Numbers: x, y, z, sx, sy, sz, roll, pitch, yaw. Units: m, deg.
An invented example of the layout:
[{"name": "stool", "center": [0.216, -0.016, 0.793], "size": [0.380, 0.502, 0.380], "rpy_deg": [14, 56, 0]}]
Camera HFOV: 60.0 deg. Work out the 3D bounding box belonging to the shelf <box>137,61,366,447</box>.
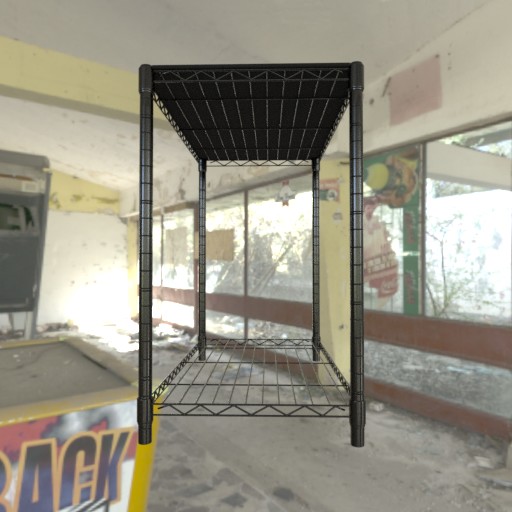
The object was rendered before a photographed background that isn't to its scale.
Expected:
[{"name": "shelf", "center": [0.000, 0.000, 0.942], "size": [0.338, 0.564, 0.589], "rpy_deg": [0, -1, 2]}]
